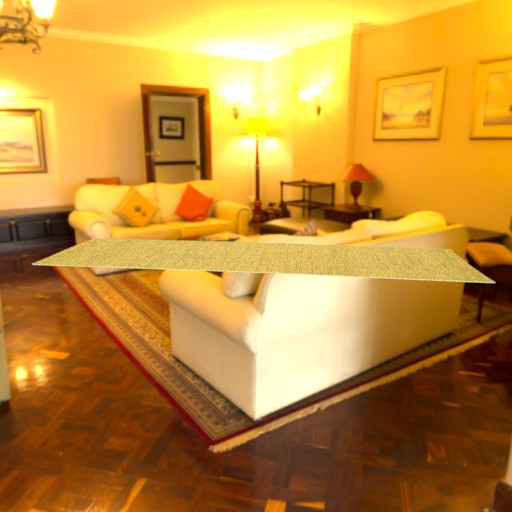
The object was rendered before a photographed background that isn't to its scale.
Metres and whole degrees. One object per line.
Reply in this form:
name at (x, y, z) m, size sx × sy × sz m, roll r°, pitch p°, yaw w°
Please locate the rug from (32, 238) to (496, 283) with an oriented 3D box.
rug at (0.000, 0.000, 2.540) m, size 2.340 × 0.013 × 0.686 m, roll 2°, pitch 14°, yaw 8°
